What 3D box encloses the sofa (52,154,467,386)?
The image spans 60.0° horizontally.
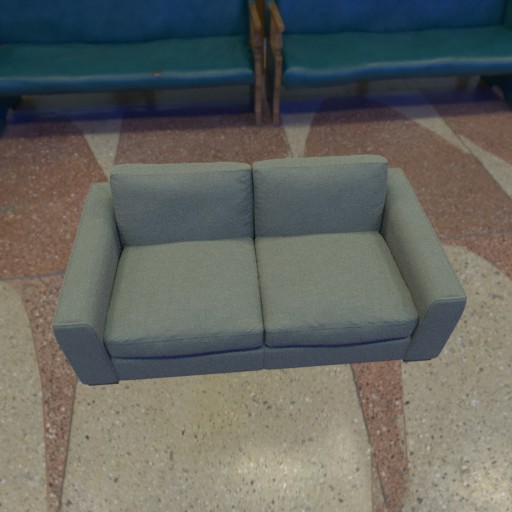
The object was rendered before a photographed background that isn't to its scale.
[{"bbox_3d":[0.000,0.000,2.441,1.920,0.800,1.069,-3,47,-3],"label":"sofa"}]
